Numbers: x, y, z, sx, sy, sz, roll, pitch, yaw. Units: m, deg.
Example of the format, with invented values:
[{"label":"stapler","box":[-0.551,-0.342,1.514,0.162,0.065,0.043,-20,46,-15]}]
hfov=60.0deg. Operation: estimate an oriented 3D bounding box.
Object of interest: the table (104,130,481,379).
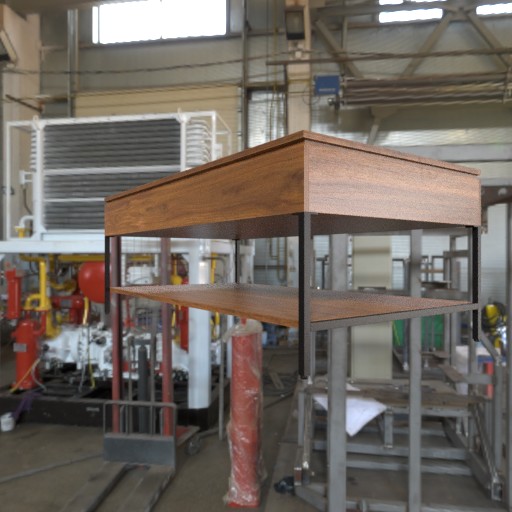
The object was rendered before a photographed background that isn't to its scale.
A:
[{"label":"table","box":[0.000,0.000,1.327,0.574,0.414,1.057,0,0,-36]}]
